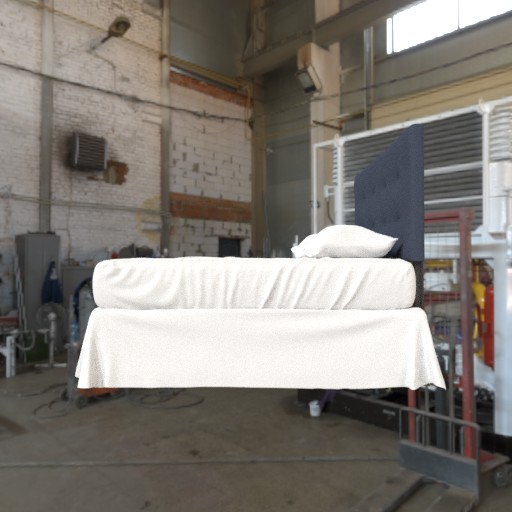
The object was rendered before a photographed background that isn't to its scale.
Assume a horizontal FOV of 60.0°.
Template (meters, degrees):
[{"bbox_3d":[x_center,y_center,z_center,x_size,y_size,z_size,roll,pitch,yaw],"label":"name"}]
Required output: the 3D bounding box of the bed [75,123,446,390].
[{"bbox_3d":[0.000,0.000,3.463,2.222,1.577,1.936,0,-1,1],"label":"bed"}]
